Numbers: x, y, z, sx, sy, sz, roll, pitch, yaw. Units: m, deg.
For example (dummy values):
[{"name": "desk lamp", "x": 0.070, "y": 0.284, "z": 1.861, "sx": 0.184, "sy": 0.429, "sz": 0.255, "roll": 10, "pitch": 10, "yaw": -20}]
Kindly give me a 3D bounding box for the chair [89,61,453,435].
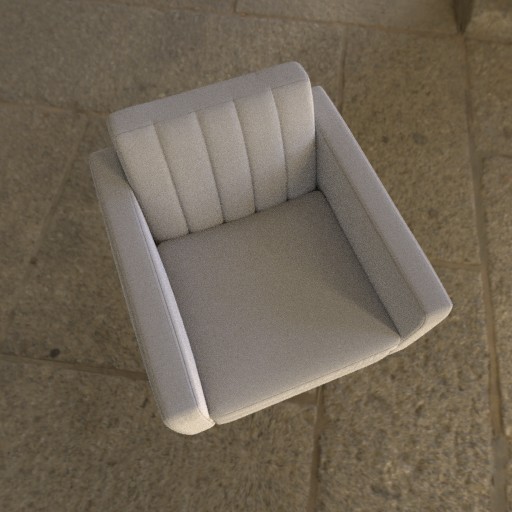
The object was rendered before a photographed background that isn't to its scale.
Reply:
[{"name": "chair", "x": 0.000, "y": 0.000, "z": 1.653, "sx": 0.953, "sy": 0.819, "sz": 0.998, "roll": -19, "pitch": 67, "yaw": -9}]
